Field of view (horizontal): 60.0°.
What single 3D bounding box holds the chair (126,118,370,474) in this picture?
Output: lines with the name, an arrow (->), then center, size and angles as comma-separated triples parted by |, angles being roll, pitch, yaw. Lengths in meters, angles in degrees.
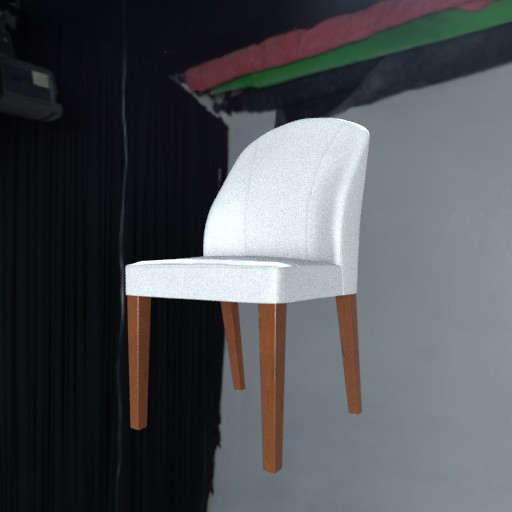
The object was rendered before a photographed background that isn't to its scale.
chair -> 0.000, 0.000, 1.220 | 0.472, 0.893, 0.540 | -1, -1, 35
